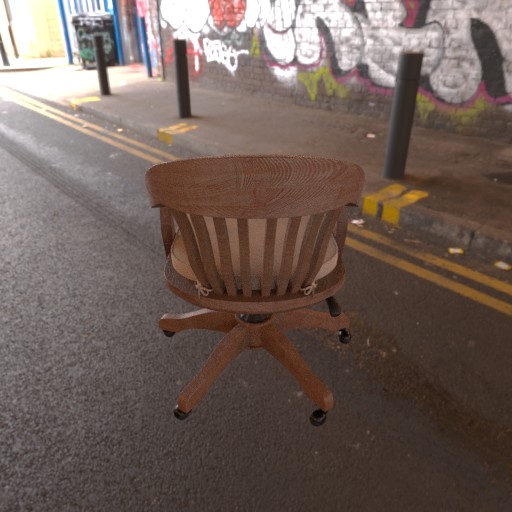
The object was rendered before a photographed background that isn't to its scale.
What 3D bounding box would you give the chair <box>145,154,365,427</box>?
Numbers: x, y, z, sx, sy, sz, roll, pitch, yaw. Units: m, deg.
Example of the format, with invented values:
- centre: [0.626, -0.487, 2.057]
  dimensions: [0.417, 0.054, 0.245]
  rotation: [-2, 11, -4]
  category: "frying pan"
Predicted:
- centre: [0.000, 0.000, 1.459]
  dimensions: [0.750, 0.878, 0.788]
  rotation: [0, 28, -1]
  category: "chair"
